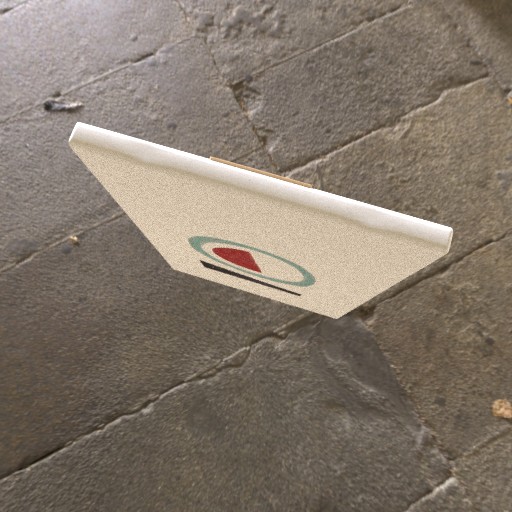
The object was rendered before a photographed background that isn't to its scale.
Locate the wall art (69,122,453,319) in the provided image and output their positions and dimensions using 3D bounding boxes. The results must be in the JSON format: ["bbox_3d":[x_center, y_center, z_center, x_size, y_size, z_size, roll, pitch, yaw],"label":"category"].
[{"bbox_3d":[0.000,0.000,1.109,0.602,0.902,0.048,17,77,4],"label":"wall art"}]
